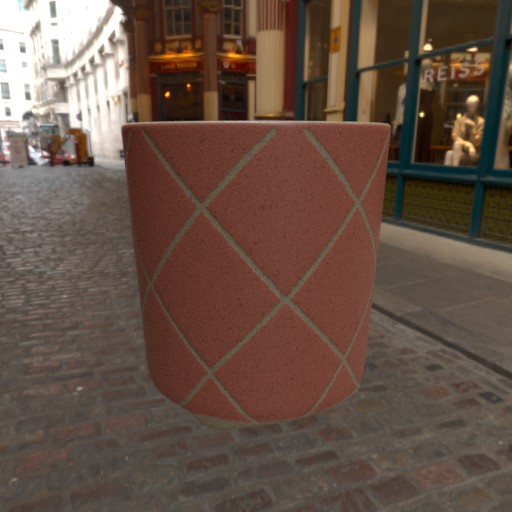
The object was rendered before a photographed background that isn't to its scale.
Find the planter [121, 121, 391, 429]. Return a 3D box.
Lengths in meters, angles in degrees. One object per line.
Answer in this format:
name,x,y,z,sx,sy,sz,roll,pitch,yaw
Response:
planter,0.000,0.000,0.352,0.191,0.200,0.191,0,15,0
